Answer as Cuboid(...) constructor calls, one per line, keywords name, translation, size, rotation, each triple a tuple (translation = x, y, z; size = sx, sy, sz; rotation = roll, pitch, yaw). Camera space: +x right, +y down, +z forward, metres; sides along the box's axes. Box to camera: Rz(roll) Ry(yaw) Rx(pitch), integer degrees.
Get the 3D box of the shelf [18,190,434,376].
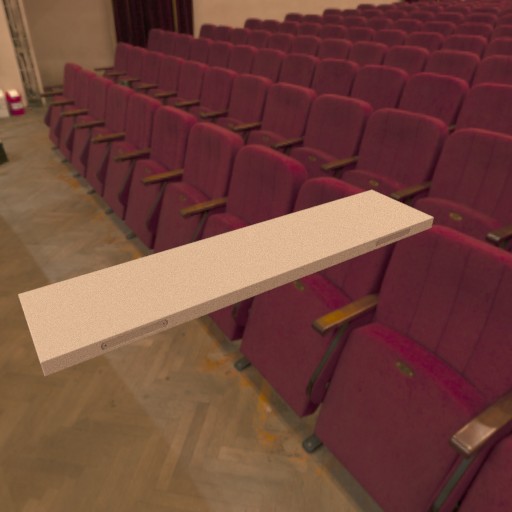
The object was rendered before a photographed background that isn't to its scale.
Cuboid(name="shelf", translation=(0.000, 0.000, 0.644), size=(0.610, 0.020, 0.140), rotation=(-19, 36, -28))
